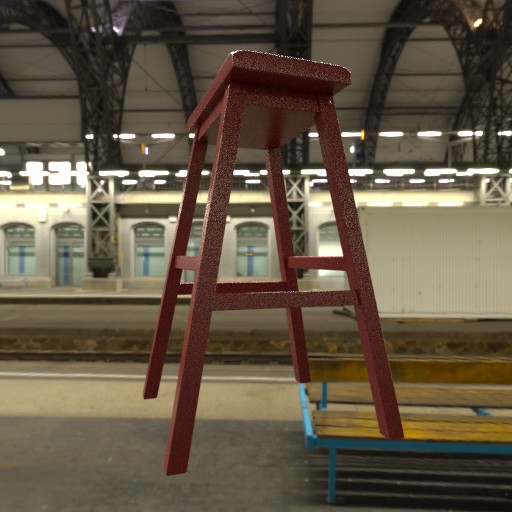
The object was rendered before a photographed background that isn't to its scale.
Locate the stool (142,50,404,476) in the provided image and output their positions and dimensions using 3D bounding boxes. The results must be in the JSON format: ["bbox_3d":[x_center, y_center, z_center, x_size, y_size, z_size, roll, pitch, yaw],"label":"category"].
[{"bbox_3d":[0.000,0.000,1.033,0.476,0.737,0.457,0,0,-19],"label":"stool"}]
